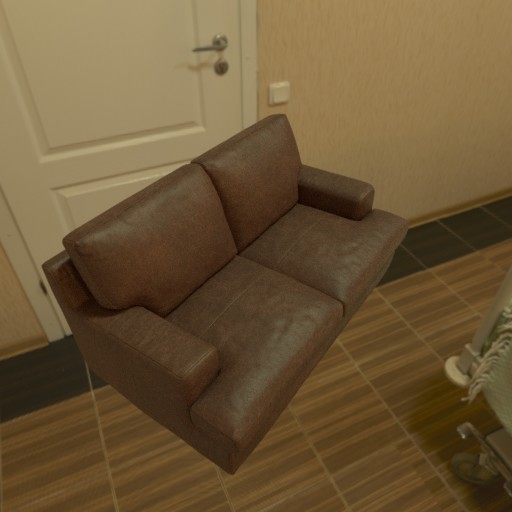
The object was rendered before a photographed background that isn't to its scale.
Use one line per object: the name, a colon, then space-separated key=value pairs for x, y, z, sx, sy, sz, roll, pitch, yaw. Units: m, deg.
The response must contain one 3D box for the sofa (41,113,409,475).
sofa: x=0.000 y=0.000 z=2.497 sx=1.143 sy=0.939 sz=1.880 roll=25 pitch=47 yaw=26
